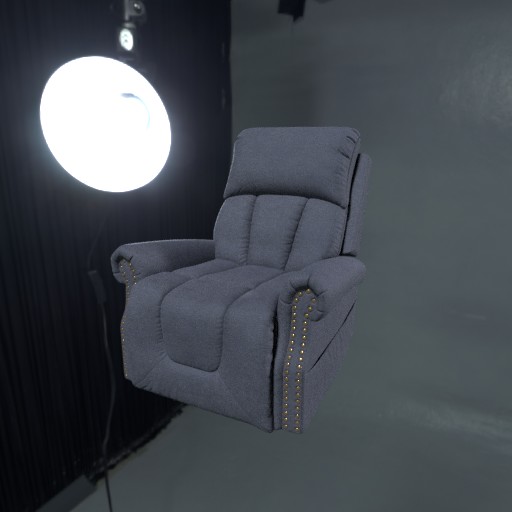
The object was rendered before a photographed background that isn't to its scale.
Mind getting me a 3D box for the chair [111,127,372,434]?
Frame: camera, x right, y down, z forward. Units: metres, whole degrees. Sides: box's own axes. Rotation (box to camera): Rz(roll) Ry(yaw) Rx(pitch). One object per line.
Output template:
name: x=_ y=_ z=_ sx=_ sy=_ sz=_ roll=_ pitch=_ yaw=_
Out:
chair: x=0.000 y=0.000 z=1.821 sx=0.871 sy=1.031 sz=0.979 roll=8 pitch=17 yaw=26
